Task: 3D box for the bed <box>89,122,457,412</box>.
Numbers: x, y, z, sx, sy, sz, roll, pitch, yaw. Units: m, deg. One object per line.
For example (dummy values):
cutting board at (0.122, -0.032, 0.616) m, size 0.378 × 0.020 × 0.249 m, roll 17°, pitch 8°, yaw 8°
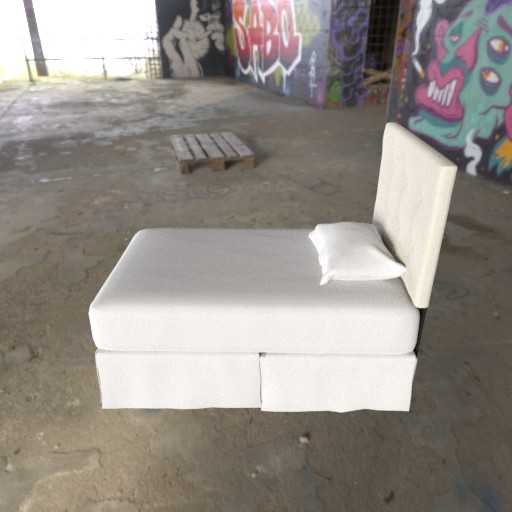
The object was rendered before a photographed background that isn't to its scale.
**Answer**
bed at (0.000, 0.000, 2.990) m, size 1.997 × 1.571 × 1.261 m, roll 1°, pitch 27°, yaw 1°
